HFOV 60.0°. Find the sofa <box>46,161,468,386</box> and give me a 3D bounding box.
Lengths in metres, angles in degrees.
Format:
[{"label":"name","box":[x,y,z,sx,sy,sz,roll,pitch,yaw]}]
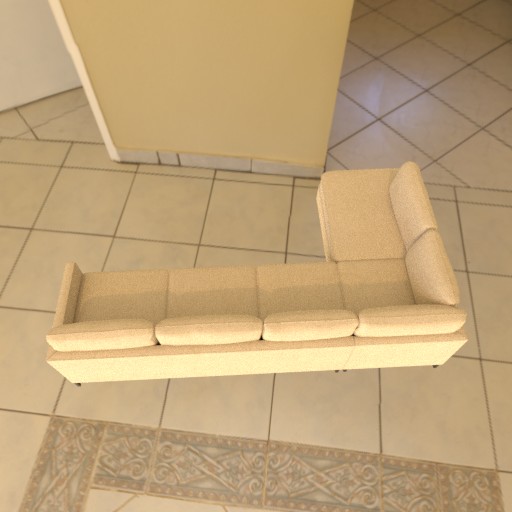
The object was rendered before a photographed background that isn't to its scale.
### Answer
[{"label":"sofa","box":[0.000,0.000,4.228,3.384,0.996,2.048,-2,58,-2]}]
